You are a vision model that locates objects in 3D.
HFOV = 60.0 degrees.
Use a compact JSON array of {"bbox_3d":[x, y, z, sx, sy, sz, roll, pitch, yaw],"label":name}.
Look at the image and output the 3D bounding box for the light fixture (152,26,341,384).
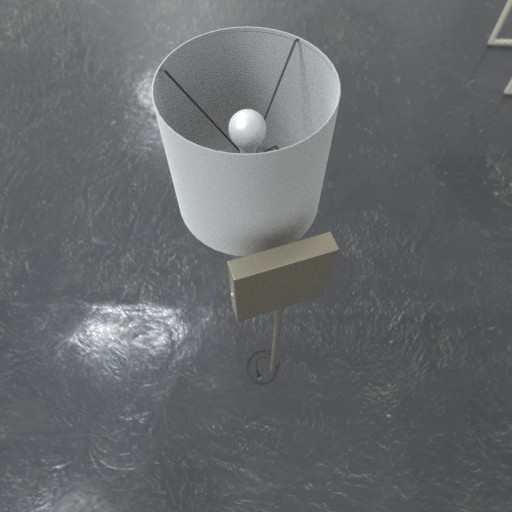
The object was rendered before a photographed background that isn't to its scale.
[{"bbox_3d":[0.000,0.000,0.683,0.188,0.589,0.248,-16,61,-9],"label":"light fixture"}]
